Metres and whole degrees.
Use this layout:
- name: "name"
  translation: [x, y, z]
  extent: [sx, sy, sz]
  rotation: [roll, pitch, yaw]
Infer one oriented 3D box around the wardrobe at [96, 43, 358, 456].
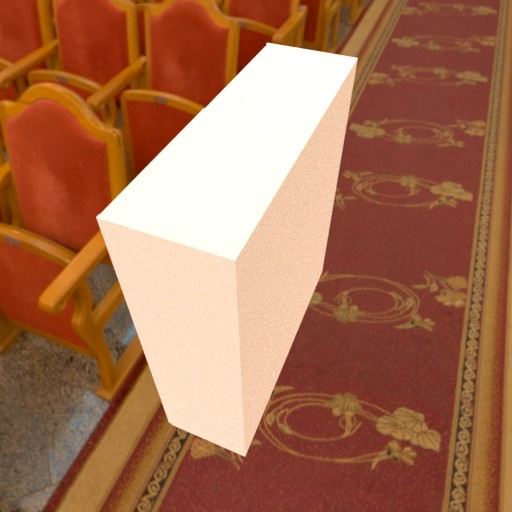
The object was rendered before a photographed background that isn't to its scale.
- name: "wardrobe"
  translation: [0.000, 0.000, 2.979]
  extent: [0.600, 2.020, 1.830]
  rotation: [17, 49, 15]
